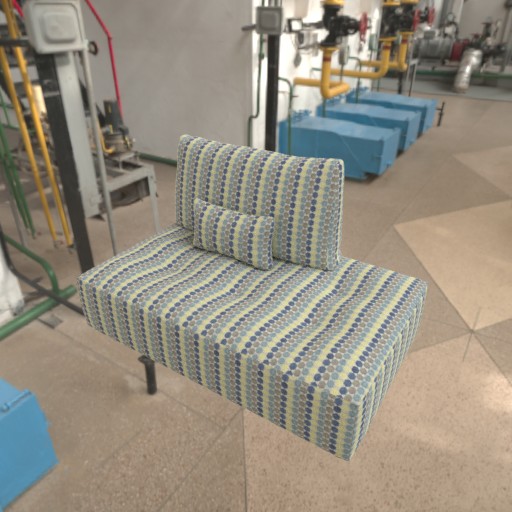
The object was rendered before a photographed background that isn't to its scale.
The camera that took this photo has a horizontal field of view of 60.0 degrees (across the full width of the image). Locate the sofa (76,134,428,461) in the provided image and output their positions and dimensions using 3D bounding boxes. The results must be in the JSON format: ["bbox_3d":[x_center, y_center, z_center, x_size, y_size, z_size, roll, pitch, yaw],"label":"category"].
[{"bbox_3d":[0.000,0.000,2.072,1.450,0.820,1.000,18,35,28],"label":"sofa"}]
